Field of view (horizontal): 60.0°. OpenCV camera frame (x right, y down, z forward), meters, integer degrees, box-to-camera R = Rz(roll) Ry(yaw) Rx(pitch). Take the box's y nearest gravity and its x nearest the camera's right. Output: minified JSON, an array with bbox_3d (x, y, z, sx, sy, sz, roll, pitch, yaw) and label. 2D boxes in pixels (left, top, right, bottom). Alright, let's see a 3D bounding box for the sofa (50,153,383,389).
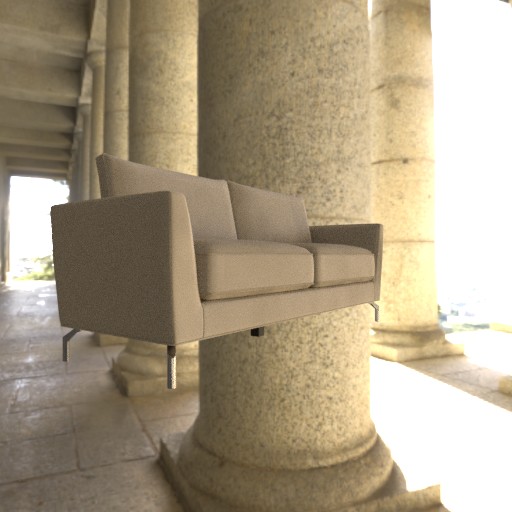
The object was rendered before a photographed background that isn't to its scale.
[{"bbox_3d":[0.000,0.000,2.769,0.868,1.005,2.214,0,0,36],"label":"sofa"}]
